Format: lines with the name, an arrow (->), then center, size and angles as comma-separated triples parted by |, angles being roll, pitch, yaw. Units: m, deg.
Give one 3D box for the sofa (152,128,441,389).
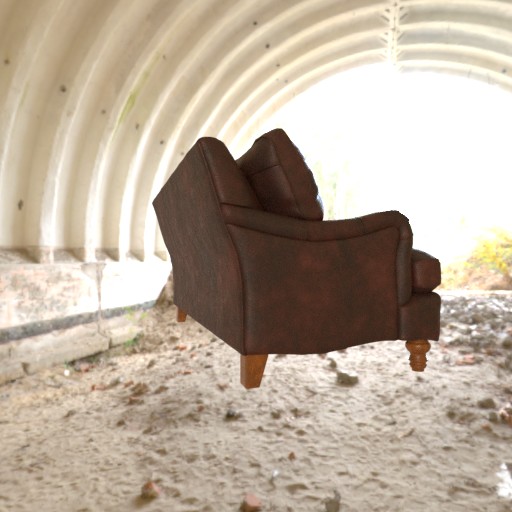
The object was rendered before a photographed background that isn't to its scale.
sofa -> 0.000, 0.000, 2.838 | 1.147, 1.071, 2.144 | 0, 0, -18
